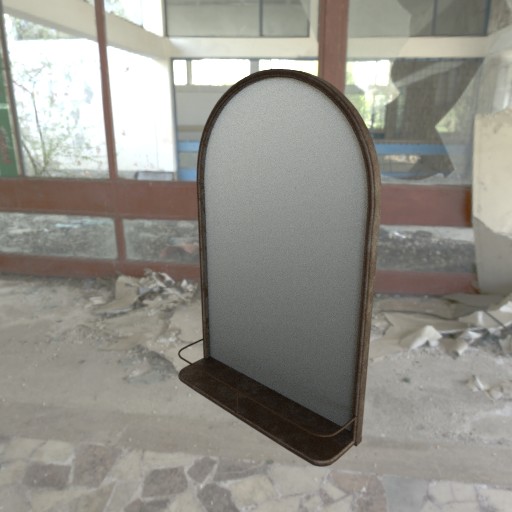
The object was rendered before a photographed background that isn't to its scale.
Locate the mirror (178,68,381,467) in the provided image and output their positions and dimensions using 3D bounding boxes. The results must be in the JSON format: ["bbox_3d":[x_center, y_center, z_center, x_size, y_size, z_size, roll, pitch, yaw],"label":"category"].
[{"bbox_3d":[0.000,0.000,0.975,0.510,0.770,0.137,16,23,41],"label":"mirror"}]
